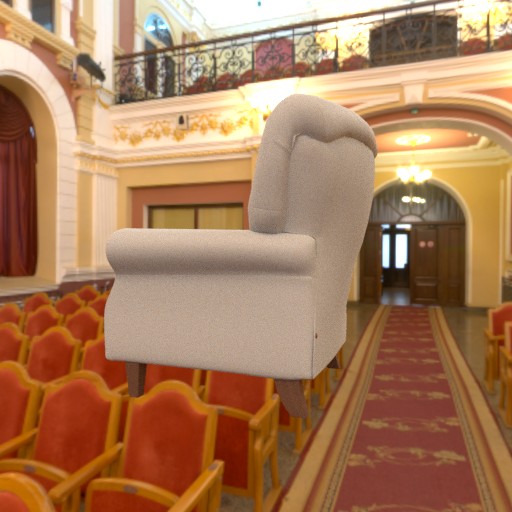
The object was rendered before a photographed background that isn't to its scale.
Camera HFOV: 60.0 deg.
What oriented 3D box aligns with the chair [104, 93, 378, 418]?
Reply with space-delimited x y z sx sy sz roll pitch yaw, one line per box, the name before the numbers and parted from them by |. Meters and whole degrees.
chair | 0.000 0.000 2.148 1.128 1.217 1.090 0 0 20
